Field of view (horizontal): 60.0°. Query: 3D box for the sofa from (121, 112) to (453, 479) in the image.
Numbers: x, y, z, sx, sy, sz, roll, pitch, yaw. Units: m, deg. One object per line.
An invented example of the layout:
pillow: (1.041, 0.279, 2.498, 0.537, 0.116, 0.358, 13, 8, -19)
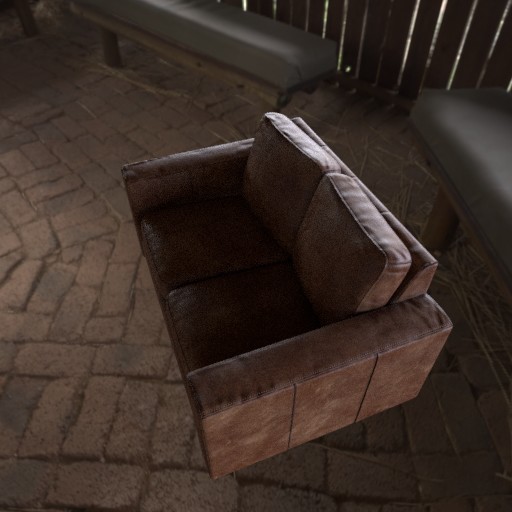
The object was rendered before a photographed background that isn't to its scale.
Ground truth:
sofa: (0.000, 0.000, 2.245, 1.041, 0.889, 1.626, -15, 47, -15)
